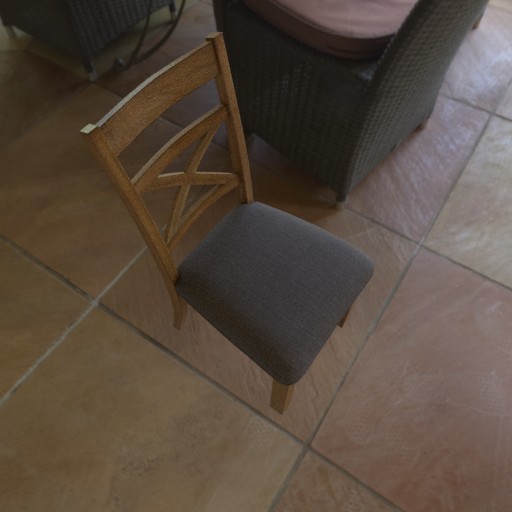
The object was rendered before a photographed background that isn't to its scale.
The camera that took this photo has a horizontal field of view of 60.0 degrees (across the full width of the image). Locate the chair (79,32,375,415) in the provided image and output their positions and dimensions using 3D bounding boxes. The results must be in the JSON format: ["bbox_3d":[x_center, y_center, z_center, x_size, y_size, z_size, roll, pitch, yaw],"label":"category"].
[{"bbox_3d":[0.000,0.000,1.259,0.581,0.949,0.470,33,64,18],"label":"chair"}]
